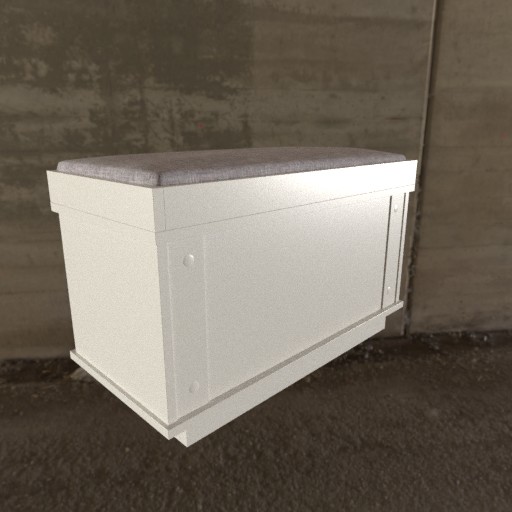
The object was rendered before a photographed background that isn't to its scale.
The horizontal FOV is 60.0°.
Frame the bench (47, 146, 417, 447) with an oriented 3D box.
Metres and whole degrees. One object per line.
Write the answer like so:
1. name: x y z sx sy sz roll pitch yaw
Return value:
1. bench: 0.000 0.000 0.993 0.734 0.461 0.362 -16 22 -43
